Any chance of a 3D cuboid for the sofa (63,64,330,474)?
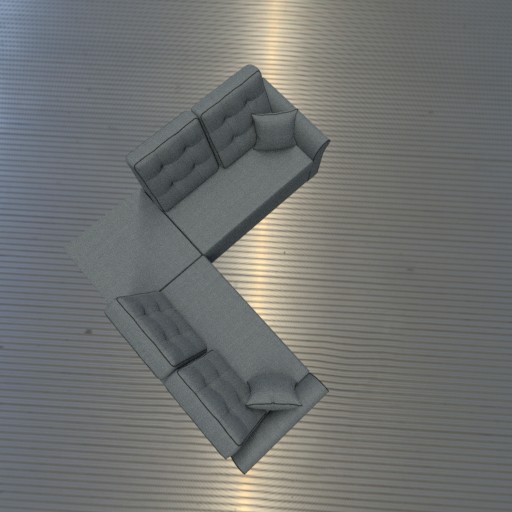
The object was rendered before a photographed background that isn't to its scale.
[{"bbox_3d":[0.000,0.000,3.271,2.070,0.988,2.068,-41,79,-10],"label":"sofa"}]
